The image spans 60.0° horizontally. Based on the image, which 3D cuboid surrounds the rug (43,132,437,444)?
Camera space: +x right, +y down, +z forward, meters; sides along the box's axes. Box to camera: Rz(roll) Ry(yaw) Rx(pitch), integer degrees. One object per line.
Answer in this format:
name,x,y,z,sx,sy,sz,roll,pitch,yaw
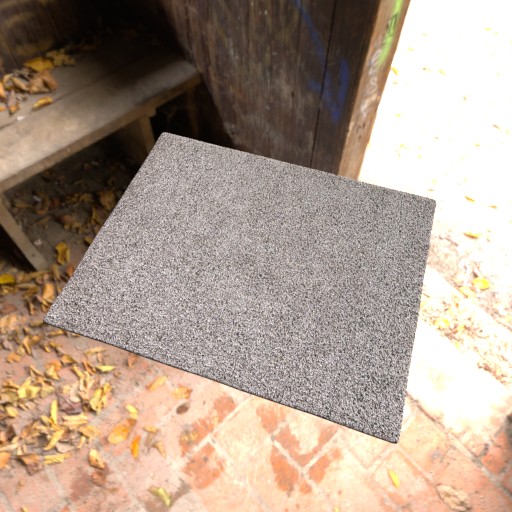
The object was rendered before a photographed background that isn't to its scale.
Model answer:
rug,0.000,0.000,4.138,3.047,0.029,2.438,16,60,10
